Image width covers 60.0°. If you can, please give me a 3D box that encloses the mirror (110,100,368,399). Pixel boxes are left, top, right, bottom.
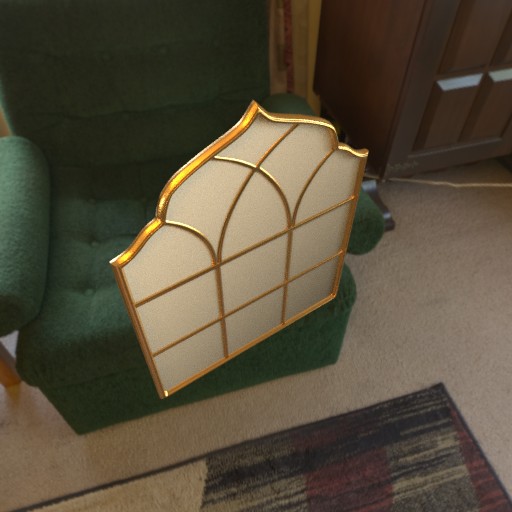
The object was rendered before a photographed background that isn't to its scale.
[{"bbox_3d":[0.000,0.000,0.848,0.513,0.635,0.018,-27,53,-22],"label":"mirror"}]
